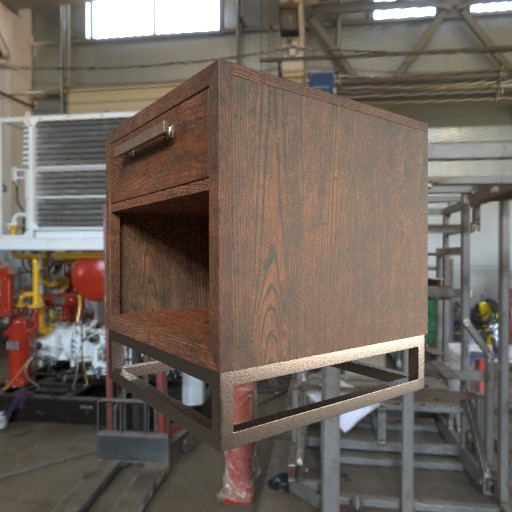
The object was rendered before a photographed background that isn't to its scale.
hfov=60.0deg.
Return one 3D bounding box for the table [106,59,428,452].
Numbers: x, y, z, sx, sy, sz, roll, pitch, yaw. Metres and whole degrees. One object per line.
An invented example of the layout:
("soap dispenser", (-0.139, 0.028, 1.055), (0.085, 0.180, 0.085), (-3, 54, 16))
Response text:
("table", (0.000, 0.000, 1.005), (0.566, 0.582, 0.506), (0, 0, -37))
